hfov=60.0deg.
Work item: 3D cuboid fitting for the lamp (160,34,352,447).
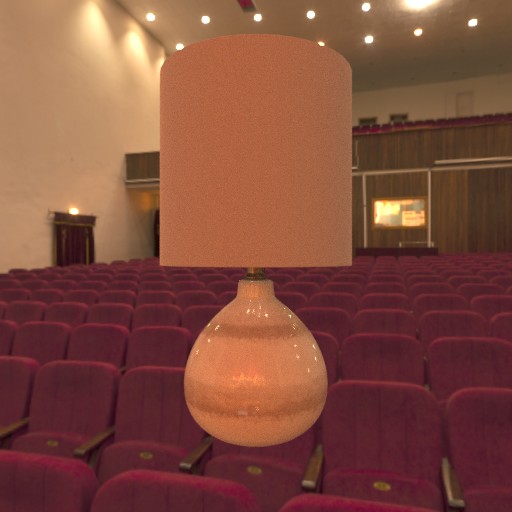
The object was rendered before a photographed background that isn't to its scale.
[{"bbox_3d":[0.000,0.000,0.511,0.217,0.404,0.217,0,0,17],"label":"lamp"}]
